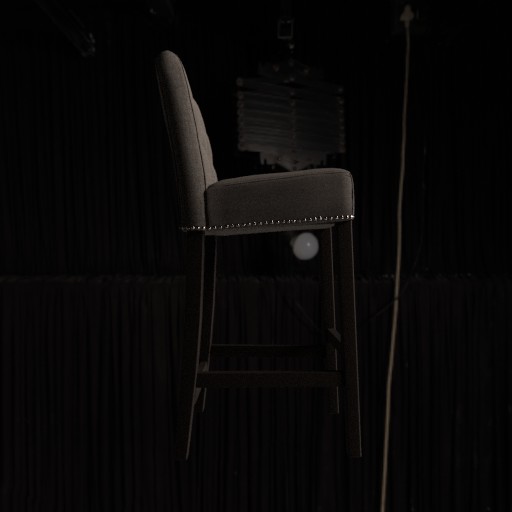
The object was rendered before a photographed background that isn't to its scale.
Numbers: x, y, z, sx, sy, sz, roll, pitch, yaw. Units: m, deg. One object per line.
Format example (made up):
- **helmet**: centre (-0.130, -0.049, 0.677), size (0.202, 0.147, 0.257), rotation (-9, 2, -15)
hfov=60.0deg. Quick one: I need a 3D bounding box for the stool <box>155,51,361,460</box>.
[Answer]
- **stool**: centre (0.000, 0.000, 1.321), size (0.548, 1.047, 0.411), rotation (0, 1, 0)
